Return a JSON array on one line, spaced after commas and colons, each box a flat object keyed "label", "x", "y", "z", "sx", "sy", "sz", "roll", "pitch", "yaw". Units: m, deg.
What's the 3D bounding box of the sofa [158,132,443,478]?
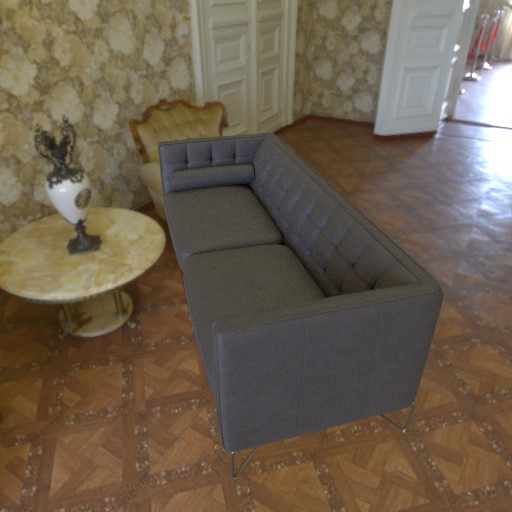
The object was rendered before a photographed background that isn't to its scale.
[{"label": "sofa", "x": 0.000, "y": 0.000, "z": 2.506, "sx": 0.867, "sy": 0.789, "sz": 2.087, "roll": -8, "pitch": 32, "yaw": -13}]
